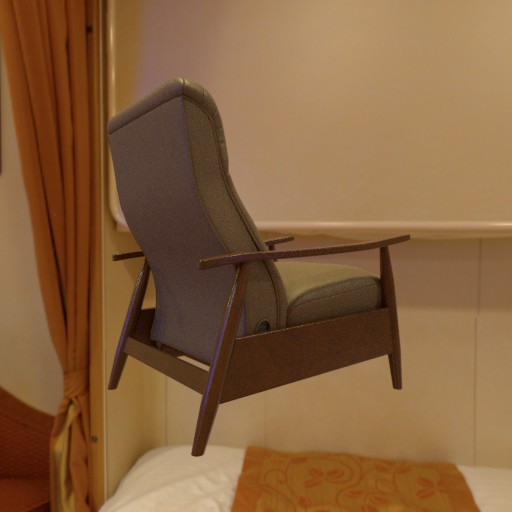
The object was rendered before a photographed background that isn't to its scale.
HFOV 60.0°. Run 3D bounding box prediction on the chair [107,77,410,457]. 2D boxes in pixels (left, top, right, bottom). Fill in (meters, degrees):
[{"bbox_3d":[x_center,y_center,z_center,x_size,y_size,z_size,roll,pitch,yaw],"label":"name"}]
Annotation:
[{"bbox_3d":[0.000,0.000,1.799,1.014,1.082,0.762,-1,2,-37],"label":"chair"}]
